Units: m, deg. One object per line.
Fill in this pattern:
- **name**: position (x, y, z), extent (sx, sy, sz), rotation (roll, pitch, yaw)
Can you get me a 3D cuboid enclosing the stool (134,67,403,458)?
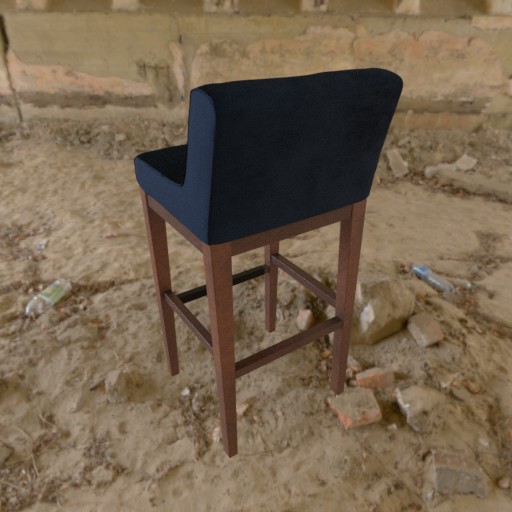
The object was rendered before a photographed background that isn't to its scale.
- **stool**: position (0.000, 0.000, 1.305), extent (0.511, 1.037, 0.500), rotation (-19, 35, -29)
